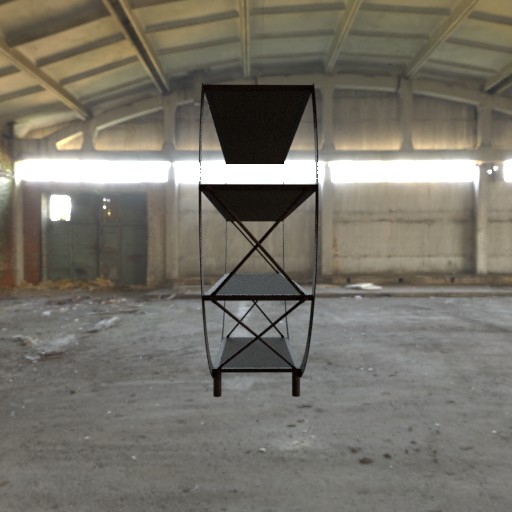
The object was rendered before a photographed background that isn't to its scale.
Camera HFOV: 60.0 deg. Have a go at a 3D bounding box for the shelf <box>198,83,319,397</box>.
[{"bbox_3d":[0.000,0.000,1.955,0.344,1.063,1.403,0,1,-1],"label":"shelf"}]
